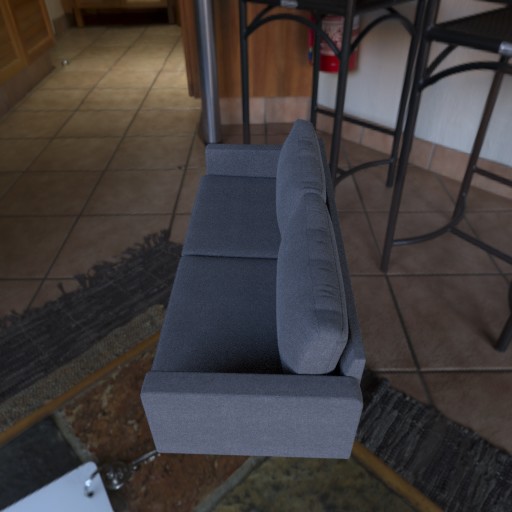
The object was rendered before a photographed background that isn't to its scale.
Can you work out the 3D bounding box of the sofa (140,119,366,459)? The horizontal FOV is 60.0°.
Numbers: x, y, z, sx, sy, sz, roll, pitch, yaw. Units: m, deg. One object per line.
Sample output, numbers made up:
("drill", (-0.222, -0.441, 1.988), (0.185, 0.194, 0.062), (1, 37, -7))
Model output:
("sofa", (0.000, 0.000, 2.559), (0.880, 0.880, 2.100), (1, 40, 1))
